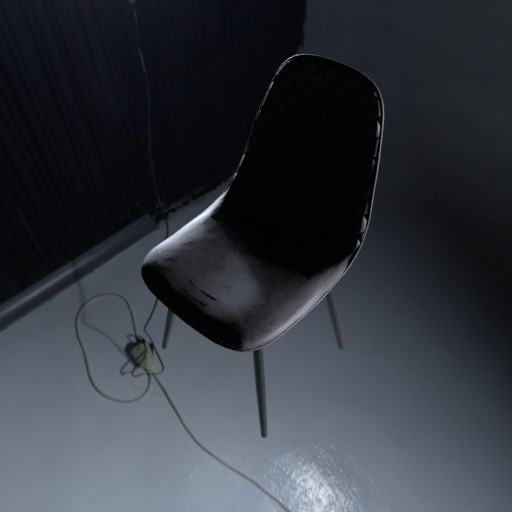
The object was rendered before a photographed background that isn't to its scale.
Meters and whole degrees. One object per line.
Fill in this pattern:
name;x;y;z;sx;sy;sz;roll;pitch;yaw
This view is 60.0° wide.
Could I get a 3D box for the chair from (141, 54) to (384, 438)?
chair;0.000;0.000;1.209;0.472;0.889;0.561;33;55;27
